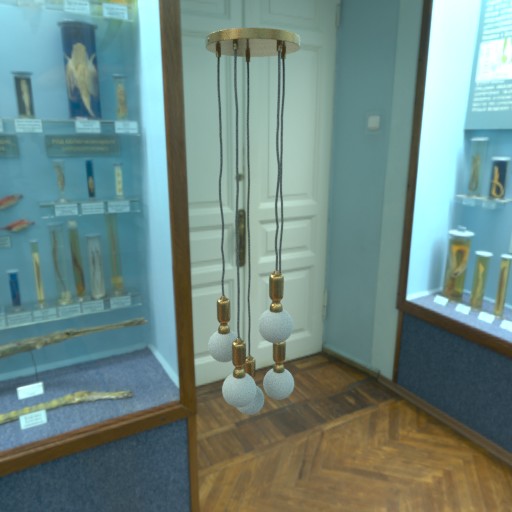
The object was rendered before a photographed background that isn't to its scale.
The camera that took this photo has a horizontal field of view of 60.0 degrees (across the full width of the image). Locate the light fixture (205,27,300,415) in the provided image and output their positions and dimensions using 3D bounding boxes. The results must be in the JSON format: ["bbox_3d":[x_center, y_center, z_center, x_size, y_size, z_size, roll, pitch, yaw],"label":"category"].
[{"bbox_3d":[0.000,0.000,0.510,0.105,0.457,0.108,-7,17,-26],"label":"light fixture"}]
